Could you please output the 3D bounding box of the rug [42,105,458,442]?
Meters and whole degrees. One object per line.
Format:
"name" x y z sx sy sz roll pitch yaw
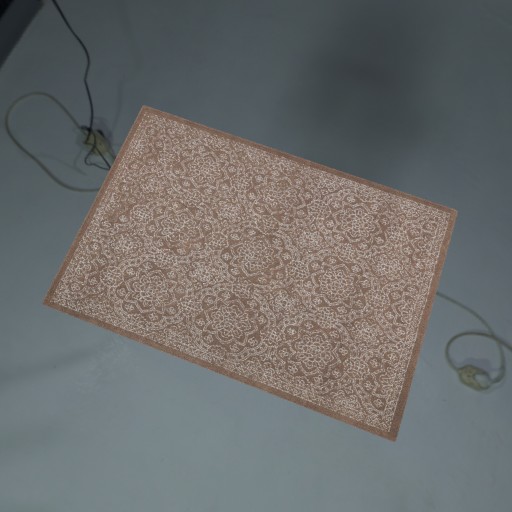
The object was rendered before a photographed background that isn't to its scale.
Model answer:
"rug" 0.000 0.000 2.850 2.286 0.011 1.524 20 75 5
